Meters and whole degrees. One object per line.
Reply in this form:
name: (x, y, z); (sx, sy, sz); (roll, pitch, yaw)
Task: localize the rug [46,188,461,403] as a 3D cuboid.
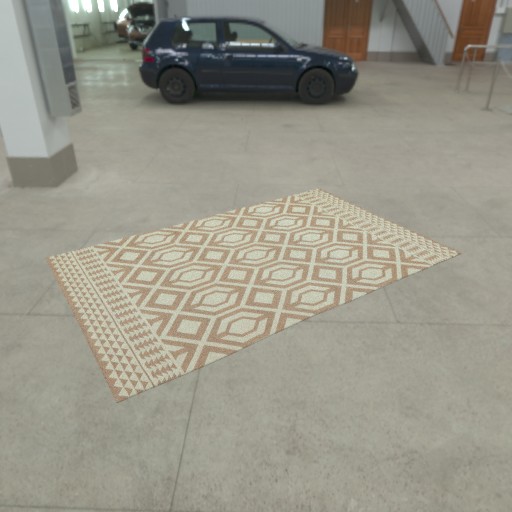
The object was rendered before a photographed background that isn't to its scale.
rug: (0.000, 0.000, 3.052); (2.435, 0.011, 1.526); (-18, 34, -29)
